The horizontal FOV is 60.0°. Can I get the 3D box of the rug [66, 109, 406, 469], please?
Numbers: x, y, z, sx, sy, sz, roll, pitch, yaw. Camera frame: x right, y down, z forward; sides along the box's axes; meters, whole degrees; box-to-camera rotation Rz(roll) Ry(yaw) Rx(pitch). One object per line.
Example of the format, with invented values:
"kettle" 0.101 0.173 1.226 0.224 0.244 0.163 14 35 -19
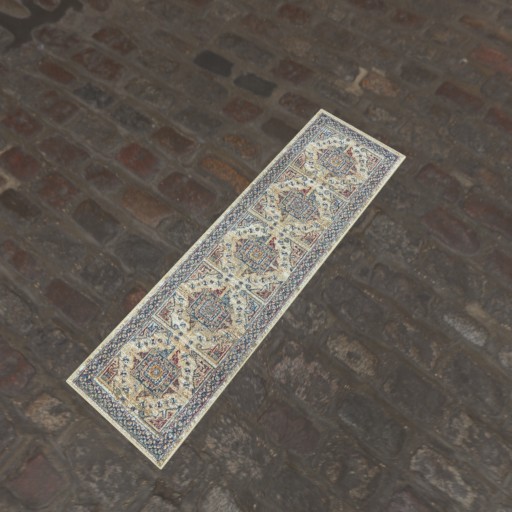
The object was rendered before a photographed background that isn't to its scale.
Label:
"rug" 0.000 0.000 2.552 0.661 0.013 2.297 35 70 15
